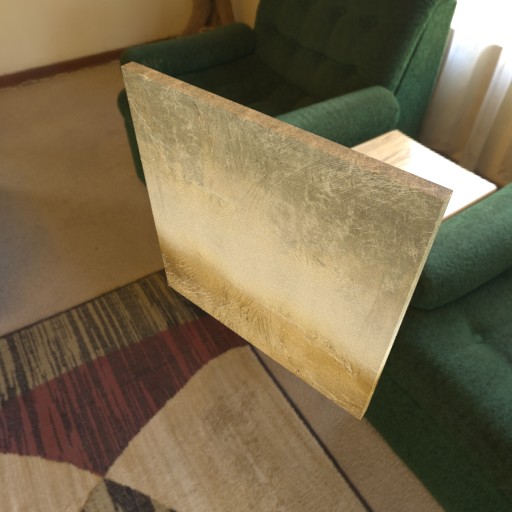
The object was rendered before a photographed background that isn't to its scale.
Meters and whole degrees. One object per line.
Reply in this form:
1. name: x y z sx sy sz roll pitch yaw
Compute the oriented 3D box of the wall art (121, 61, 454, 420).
1. wall art: 0.000 0.000 1.599 1.092 1.091 0.051 30 53 26
